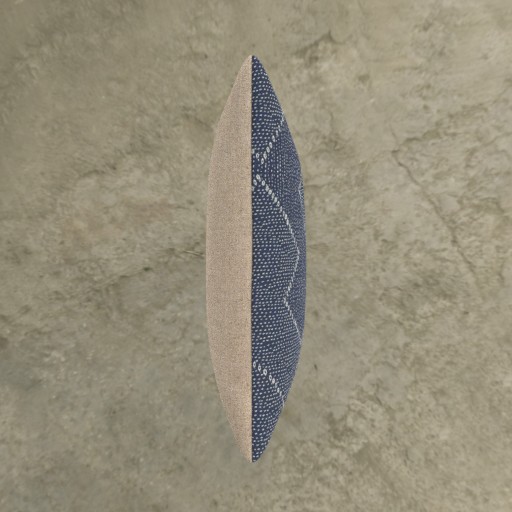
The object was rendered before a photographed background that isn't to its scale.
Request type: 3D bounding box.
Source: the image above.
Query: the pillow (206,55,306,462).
[{"bbox_3d":[0.000,0.000,0.675,0.148,0.428,0.435,0,91,0],"label":"pillow"}]
